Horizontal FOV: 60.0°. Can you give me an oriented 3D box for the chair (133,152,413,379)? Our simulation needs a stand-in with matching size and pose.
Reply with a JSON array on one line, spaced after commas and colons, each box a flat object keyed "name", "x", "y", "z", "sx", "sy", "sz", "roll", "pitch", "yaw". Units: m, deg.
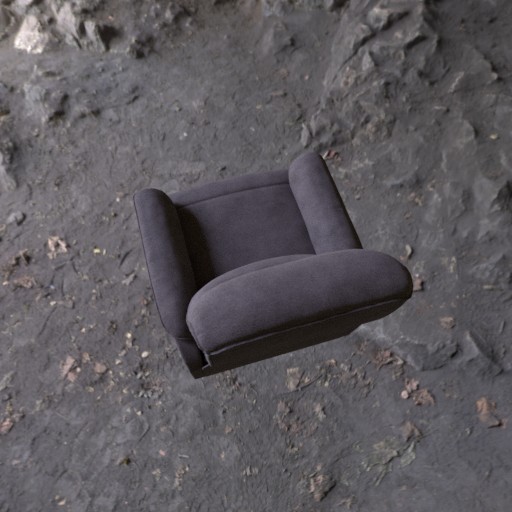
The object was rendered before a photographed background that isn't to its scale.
[{"name": "chair", "x": 0.000, "y": 0.000, "z": 1.733, "sx": 0.830, "sy": 1.036, "sz": 1.009, "roll": -14, "pitch": 60, "yaw": -9}]
